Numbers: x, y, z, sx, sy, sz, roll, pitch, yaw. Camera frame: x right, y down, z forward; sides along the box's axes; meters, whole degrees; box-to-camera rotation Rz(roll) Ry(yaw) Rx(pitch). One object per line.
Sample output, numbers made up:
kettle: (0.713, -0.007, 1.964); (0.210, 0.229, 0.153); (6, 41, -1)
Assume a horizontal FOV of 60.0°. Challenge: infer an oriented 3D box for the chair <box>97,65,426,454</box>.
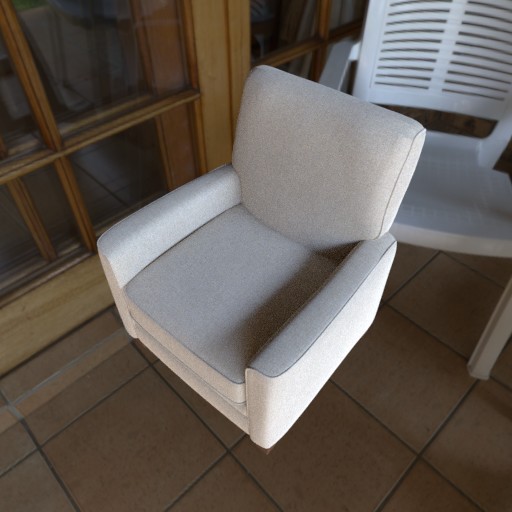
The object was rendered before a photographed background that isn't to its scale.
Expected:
chair: (0.000, 0.000, 1.636); (0.845, 1.023, 0.859); (32, 54, 26)
